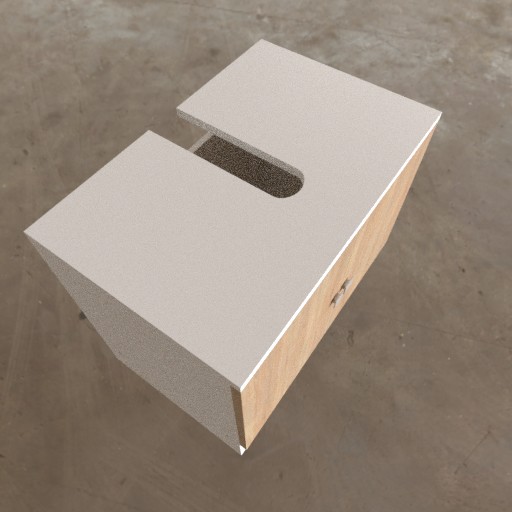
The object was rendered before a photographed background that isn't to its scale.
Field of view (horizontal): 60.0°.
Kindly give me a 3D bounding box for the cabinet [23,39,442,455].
[{"bbox_3d":[0.000,0.000,0.929,0.400,0.522,0.600,31,62,18],"label":"cabinet"}]
